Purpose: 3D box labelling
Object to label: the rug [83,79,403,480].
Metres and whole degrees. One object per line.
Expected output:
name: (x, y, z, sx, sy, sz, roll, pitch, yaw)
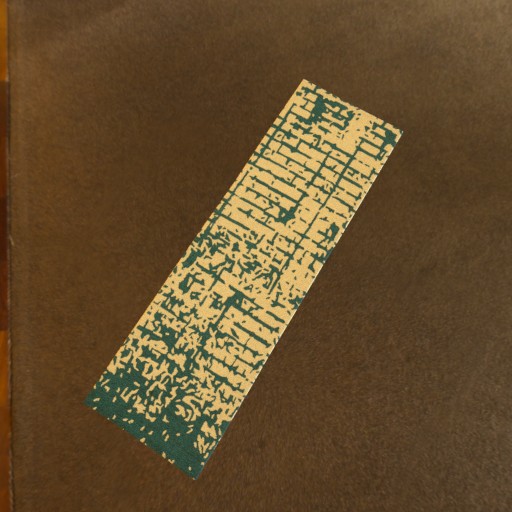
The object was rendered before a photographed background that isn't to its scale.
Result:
rug: (0.000, 0.000, 2.668, 0.750, 0.011, 2.435, 31, 77, 8)
